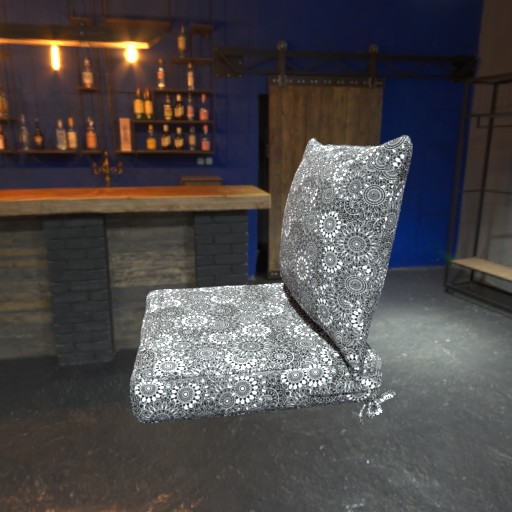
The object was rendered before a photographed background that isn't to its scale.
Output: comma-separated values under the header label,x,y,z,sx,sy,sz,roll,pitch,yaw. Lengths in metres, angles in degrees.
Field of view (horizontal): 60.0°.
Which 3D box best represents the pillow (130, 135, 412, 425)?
label,x,y,z,sx,sy,sz,roll,pitch,yaw
pillow,0.000,0.000,1.383,0.740,0.722,0.798,-3,15,-9
